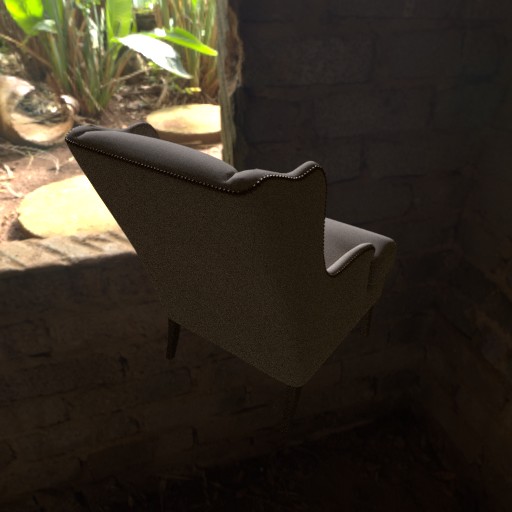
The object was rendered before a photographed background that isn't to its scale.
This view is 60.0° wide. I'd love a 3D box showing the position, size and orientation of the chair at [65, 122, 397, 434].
[{"bbox_3d":[0.000,0.000,1.625,0.737,1.029,0.940,22,37,32],"label":"chair"}]
